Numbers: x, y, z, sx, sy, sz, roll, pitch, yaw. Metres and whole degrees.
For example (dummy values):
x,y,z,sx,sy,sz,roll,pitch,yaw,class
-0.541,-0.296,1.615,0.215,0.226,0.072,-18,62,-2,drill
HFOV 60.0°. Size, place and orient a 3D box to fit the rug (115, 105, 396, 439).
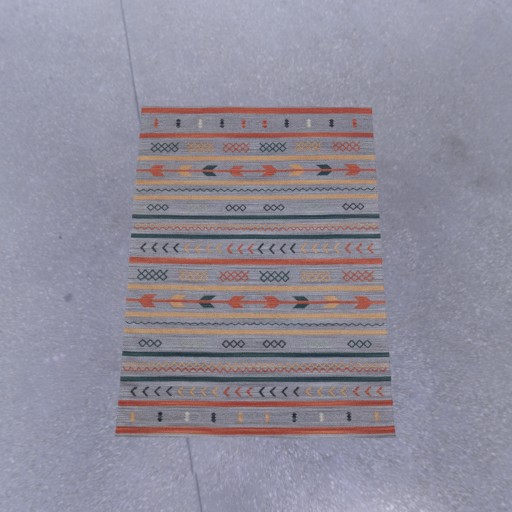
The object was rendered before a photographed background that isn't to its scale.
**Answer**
x,y,z,sx,sy,sz,roll,pitch,yaw,class
0.000,0.000,3.945,2.263,0.022,3.029,0,75,0,rug
